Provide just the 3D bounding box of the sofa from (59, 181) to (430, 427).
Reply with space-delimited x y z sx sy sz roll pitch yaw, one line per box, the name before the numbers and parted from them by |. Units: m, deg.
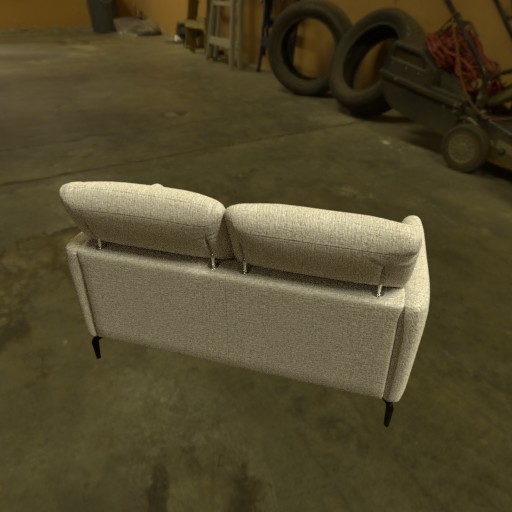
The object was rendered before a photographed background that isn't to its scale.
sofa | 0.000 0.000 2.126 1.540 0.950 0.905 9 34 14
